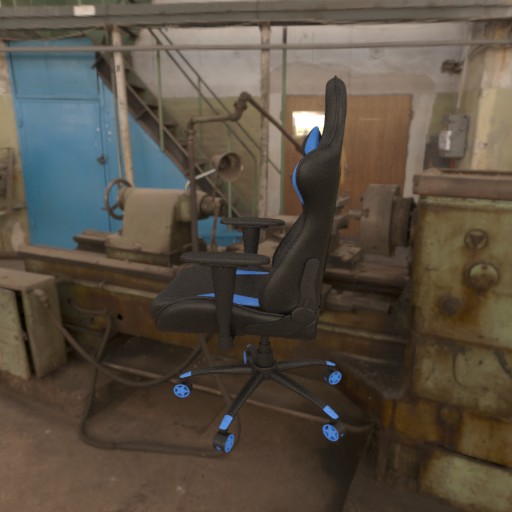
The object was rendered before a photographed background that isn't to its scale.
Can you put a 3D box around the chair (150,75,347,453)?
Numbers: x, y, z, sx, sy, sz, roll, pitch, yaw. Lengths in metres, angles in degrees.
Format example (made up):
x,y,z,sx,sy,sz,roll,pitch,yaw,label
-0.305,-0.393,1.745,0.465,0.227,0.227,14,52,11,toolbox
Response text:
x,y,z,sx,sy,sz,roll,pitch,yaw,label
0.000,0.000,1.711,0.730,1.282,0.695,2,16,8,chair
